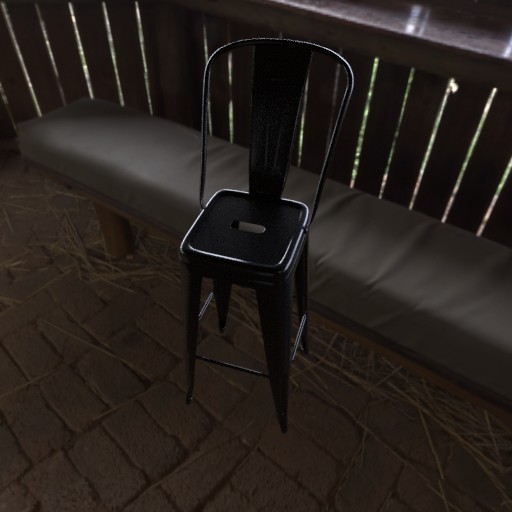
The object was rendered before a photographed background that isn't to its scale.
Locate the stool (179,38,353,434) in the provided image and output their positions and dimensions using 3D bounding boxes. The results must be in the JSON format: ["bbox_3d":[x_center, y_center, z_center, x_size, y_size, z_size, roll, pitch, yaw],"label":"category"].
[{"bbox_3d":[0.000,0.000,1.351,0.399,1.096,0.513,12,44,13],"label":"stool"}]
